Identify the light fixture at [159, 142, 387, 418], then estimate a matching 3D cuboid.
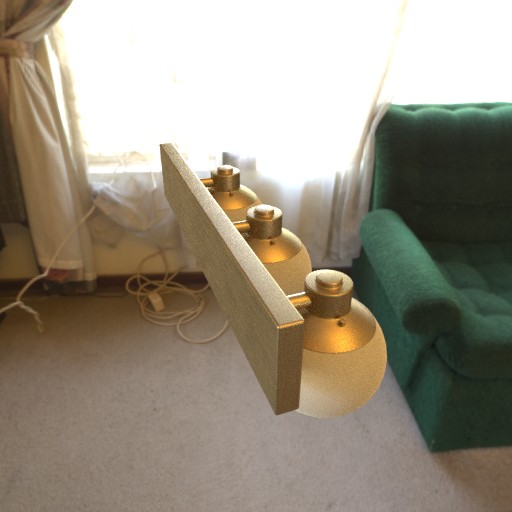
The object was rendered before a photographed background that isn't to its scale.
[{"bbox_3d":[0.000,0.000,0.842,0.218,0.263,0.721,-10,31,-17],"label":"light fixture"}]
